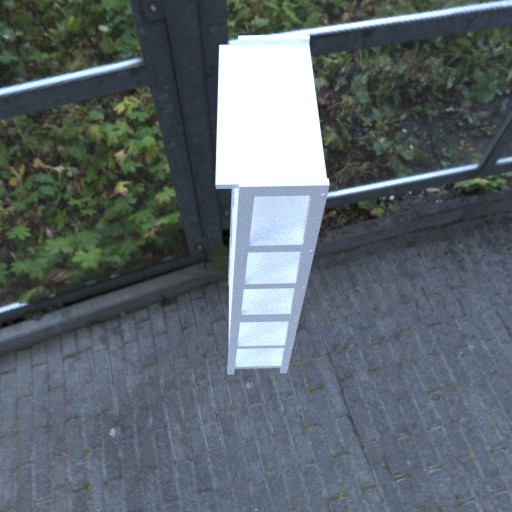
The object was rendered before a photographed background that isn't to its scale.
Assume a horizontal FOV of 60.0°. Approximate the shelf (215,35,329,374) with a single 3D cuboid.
[{"bbox_3d":[0.000,0.000,2.173,0.381,1.892,0.660,-1,60,-1],"label":"shelf"}]
